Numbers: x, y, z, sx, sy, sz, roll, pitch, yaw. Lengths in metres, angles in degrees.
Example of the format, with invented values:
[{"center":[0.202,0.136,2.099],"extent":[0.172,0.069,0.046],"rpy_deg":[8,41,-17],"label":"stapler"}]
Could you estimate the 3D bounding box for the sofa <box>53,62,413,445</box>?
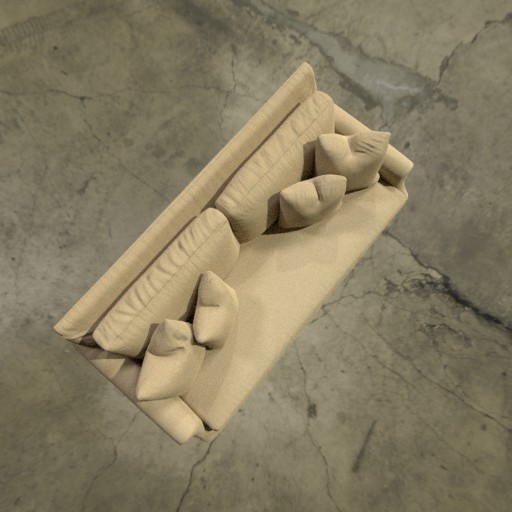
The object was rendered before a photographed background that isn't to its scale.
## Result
[{"center":[0.000,0.000,2.834],"extent":[1.067,0.904,2.285],"rpy_deg":[39,80,9],"label":"sofa"}]
